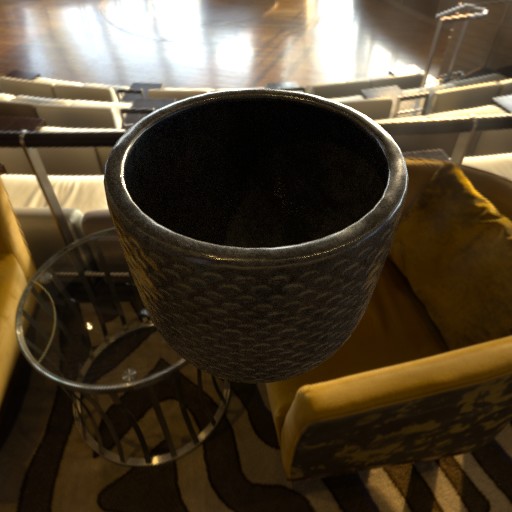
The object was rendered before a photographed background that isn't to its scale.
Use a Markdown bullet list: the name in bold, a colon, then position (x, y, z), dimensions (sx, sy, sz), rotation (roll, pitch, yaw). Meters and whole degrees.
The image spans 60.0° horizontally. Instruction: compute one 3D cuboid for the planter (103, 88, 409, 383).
- **planter**: position (0.000, 0.000, 0.357), dimensions (0.197, 0.191, 0.197), rotation (0, 46, 0)
